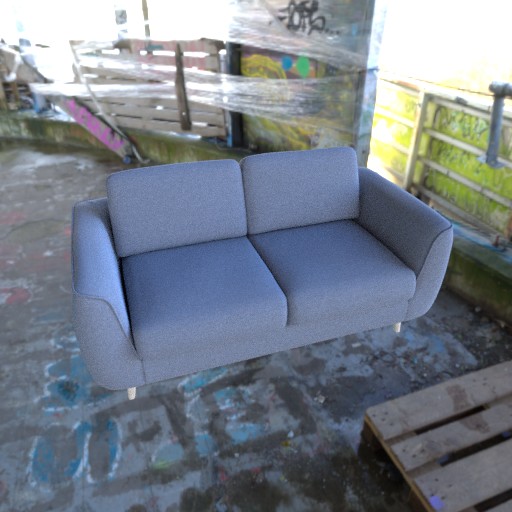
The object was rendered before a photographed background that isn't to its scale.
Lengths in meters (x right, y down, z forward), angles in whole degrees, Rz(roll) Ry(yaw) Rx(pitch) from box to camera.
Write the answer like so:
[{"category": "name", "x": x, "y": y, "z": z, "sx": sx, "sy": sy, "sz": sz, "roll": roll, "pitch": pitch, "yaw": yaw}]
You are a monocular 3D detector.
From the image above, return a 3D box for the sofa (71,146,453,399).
[{"category": "sofa", "x": 0.000, "y": 0.000, "z": 2.219, "sx": 1.700, "sy": 0.850, "sz": 0.920, "roll": -10, "pitch": 33, "yaw": -16}]
